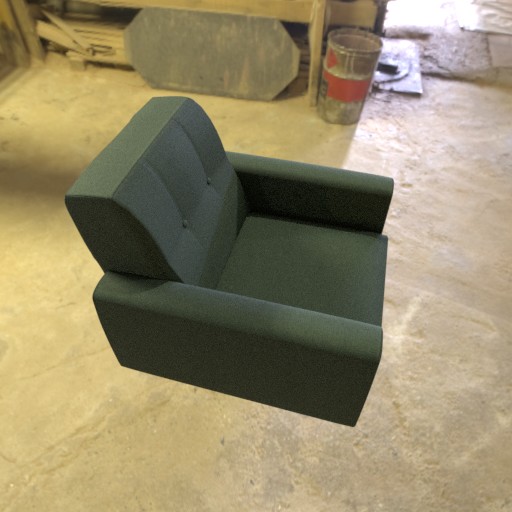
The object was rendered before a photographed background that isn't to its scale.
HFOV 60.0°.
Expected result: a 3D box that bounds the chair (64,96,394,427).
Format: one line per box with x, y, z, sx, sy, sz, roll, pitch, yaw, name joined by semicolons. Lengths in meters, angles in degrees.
0.000;0.000;1.556;0.909;0.841;0.831;11;47;10;chair
